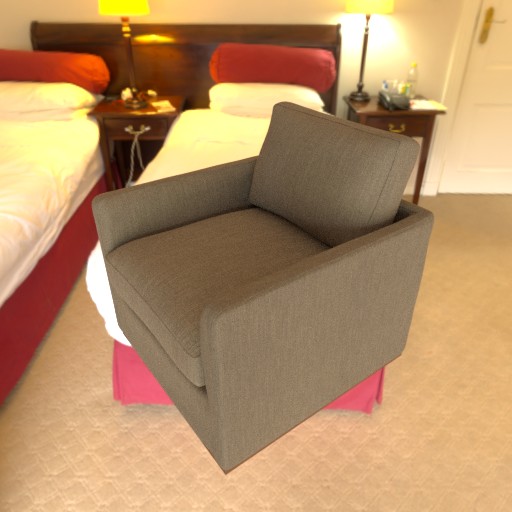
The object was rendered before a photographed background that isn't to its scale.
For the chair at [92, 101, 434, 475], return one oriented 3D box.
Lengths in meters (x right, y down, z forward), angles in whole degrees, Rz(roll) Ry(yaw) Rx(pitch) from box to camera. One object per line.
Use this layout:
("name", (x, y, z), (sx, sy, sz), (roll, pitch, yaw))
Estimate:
("chair", (0.000, 0.000, 1.477), (0.834, 0.811, 0.763), (-22, 38, -30))
